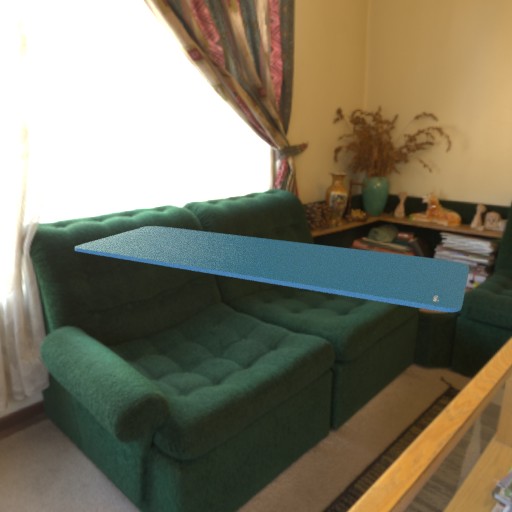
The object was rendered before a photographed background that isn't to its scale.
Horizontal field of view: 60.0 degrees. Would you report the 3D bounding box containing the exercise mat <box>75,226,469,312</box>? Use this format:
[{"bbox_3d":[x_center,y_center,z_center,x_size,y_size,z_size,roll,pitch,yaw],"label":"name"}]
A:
[{"bbox_3d":[0.000,0.000,2.159,1.869,0.021,0.616,8,18,26],"label":"exercise mat"}]
